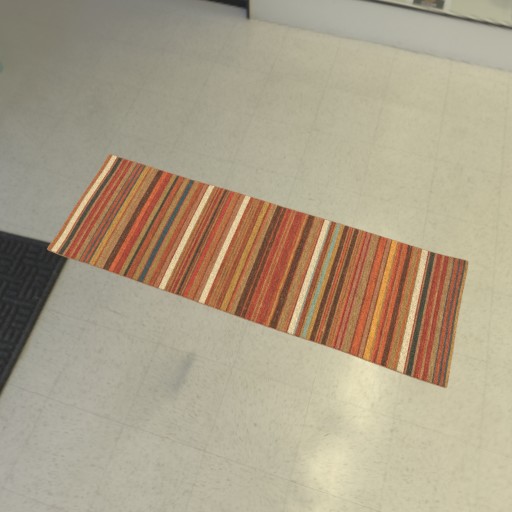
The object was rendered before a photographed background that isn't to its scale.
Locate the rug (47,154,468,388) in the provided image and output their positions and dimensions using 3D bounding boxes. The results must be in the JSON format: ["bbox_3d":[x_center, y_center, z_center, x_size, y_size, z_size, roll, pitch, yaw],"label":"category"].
[{"bbox_3d":[0.000,0.000,2.698,2.444,0.030,0.799,18,65,9],"label":"rug"}]
